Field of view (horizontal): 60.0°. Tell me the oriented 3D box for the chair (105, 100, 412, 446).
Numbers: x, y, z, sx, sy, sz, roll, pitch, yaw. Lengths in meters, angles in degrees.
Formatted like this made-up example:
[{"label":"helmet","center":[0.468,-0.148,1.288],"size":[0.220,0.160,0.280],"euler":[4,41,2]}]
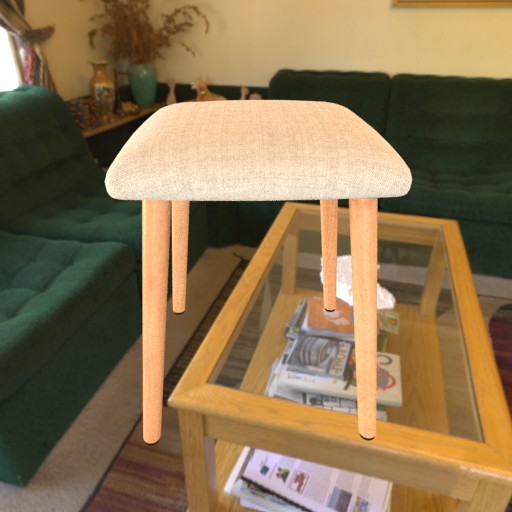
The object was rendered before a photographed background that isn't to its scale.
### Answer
[{"label":"chair","center":[0.000,0.000,0.697],"size":[0.350,0.440,0.350],"euler":[-1,29,-1]}]
